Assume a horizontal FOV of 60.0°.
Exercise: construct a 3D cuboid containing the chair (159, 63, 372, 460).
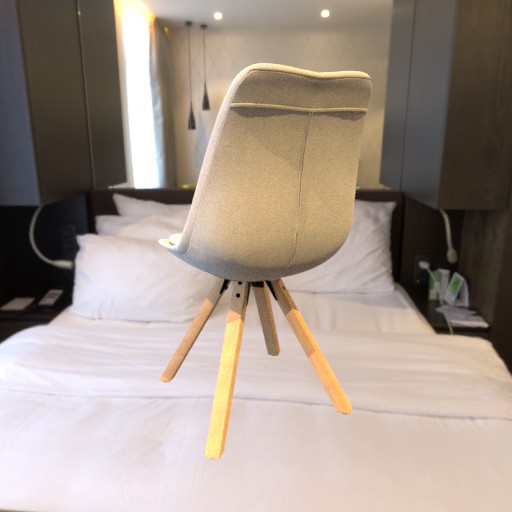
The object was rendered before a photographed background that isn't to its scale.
[{"bbox_3d":[0.000,0.000,1.180,0.474,0.863,0.549,-7,16,-26],"label":"chair"}]
